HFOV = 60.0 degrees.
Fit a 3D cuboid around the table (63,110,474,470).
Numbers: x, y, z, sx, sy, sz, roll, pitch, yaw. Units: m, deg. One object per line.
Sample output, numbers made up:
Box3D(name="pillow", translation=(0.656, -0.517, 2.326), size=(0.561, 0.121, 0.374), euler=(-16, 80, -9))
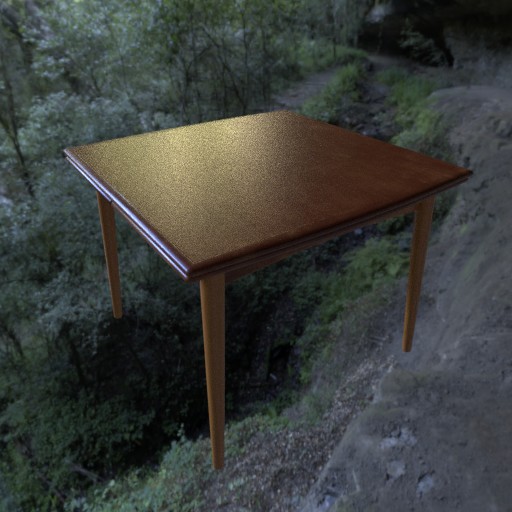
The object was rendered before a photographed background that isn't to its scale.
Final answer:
Box3D(name="table", translation=(0.000, 0.000, 1.653), size=(0.991, 0.754, 0.991), euler=(-20, 37, -29))
